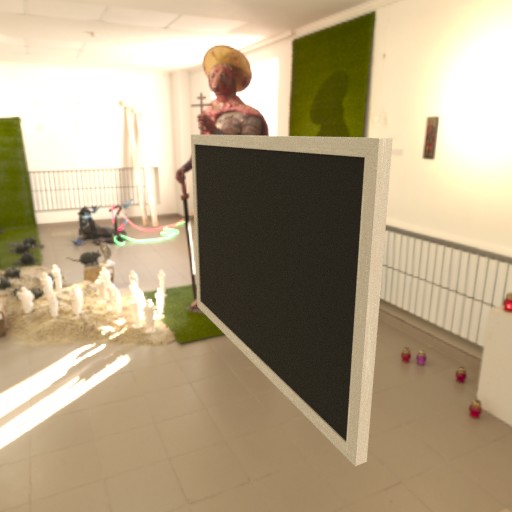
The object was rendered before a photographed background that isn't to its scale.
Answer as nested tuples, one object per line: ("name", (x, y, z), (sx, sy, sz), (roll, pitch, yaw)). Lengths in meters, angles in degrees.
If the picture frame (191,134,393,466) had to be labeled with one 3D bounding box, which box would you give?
("picture frame", (0.000, 0.000, 1.222), (0.029, 0.640, 0.950), (-8, 17, -26))
